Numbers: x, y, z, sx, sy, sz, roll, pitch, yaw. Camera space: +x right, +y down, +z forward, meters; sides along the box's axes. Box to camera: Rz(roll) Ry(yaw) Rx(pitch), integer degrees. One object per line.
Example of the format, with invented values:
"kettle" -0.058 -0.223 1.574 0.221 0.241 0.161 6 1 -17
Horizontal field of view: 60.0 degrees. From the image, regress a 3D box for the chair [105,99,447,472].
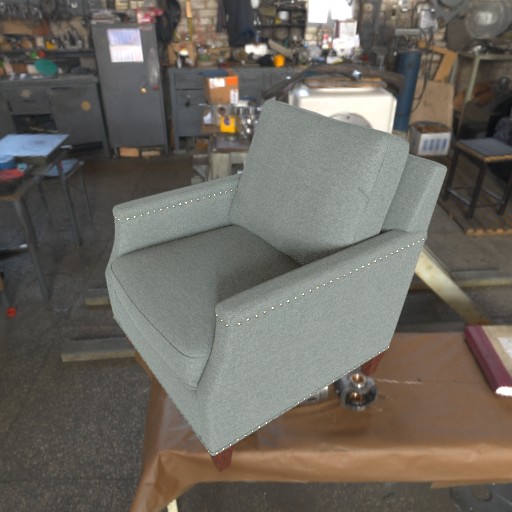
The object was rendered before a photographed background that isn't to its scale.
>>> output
"chair" 0.000 0.000 1.774 1.031 1.031 0.885 -21 37 -30
